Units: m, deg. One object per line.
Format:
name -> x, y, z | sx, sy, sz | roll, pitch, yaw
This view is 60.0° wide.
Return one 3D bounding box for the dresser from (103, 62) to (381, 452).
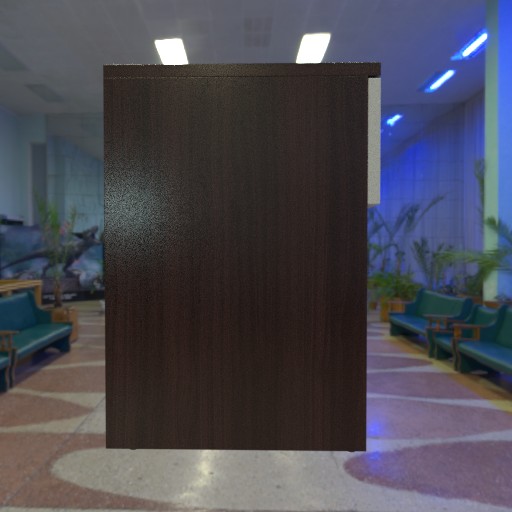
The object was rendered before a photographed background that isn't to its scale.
dresser -> 0.000, 0.000, 0.736 | 0.360, 0.470, 0.400 | 0, 1, 1
